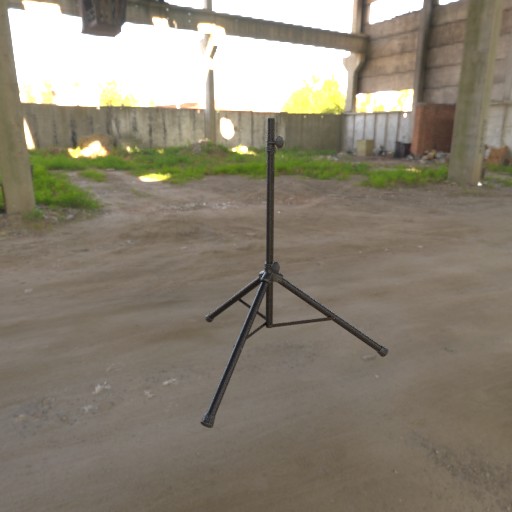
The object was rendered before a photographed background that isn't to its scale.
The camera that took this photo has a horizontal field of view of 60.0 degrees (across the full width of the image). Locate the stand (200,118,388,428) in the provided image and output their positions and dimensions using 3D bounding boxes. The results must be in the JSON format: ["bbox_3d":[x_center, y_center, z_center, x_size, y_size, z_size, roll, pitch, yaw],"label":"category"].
[{"bbox_3d":[0.000,0.000,1.901,1.045,1.136,0.907,8,18,25],"label":"stand"}]
